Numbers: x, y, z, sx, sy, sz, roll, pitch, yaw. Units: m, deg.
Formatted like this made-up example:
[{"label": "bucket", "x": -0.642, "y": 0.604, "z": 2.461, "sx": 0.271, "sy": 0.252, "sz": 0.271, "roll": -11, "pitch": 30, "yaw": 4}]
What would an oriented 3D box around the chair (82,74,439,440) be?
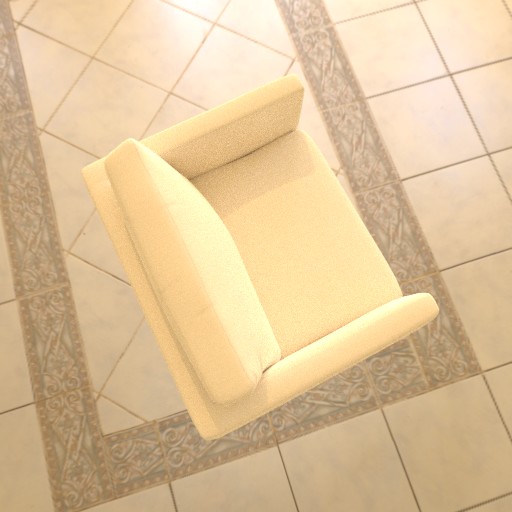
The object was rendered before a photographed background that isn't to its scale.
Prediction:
[{"label": "chair", "x": 0.000, "y": 0.000, "z": 1.705, "sx": 0.878, "sy": 0.885, "sz": 1.019, "roll": -27, "pitch": 78, "yaw": -6}]
